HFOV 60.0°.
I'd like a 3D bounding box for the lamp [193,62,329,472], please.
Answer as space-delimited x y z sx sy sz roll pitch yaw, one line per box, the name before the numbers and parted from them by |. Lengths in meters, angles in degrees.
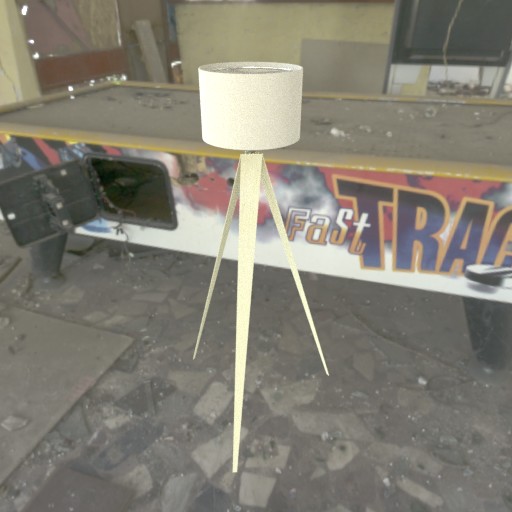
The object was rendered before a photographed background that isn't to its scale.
lamp | 0.000 0.000 1.915 0.716 1.524 0.724 -18 34 -29
